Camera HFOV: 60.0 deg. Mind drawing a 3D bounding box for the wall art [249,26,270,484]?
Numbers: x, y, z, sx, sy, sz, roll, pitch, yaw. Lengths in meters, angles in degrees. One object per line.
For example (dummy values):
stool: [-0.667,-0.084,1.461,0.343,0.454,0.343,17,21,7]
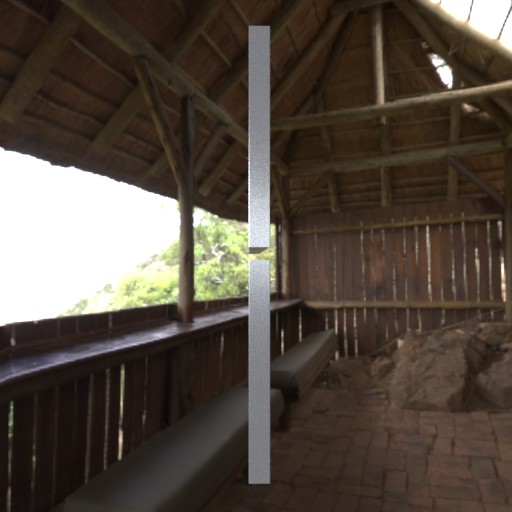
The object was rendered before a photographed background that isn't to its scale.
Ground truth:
wall art: [0.000,0.000,0.897,0.029,0.611,0.611,0,-1,-1]
